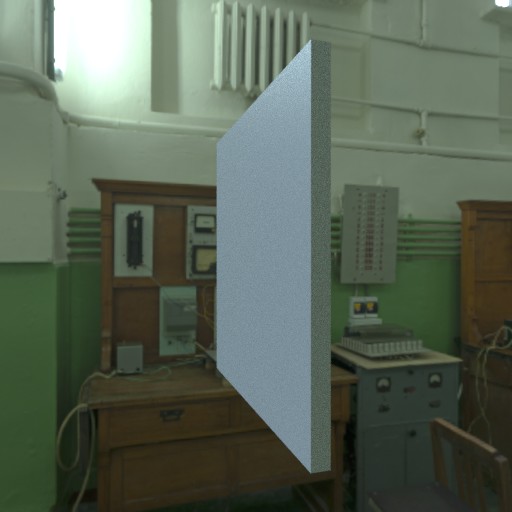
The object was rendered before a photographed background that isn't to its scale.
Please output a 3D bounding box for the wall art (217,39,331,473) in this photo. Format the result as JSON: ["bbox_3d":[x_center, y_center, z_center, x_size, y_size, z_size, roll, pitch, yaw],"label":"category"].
[{"bbox_3d":[0.000,0.000,0.841,0.028,0.559,0.559,0,0,-18],"label":"wall art"}]
